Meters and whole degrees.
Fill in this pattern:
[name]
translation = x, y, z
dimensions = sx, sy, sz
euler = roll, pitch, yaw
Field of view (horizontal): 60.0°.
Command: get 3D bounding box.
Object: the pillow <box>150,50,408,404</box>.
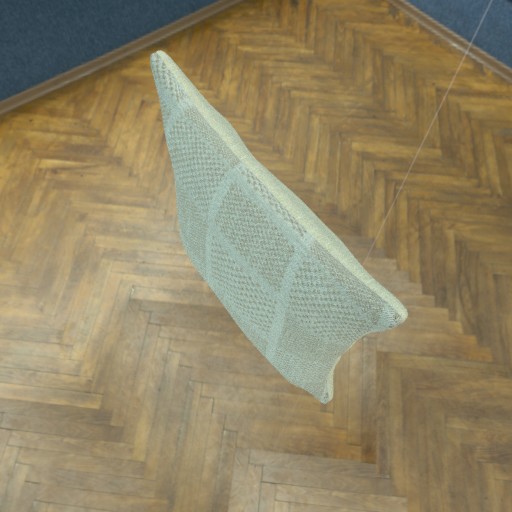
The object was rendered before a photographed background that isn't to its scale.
[pillow]
translation = 0.000, 0.000, 0.660
dimensions = 0.138, 0.432, 0.436
euler = -33, 67, -16
